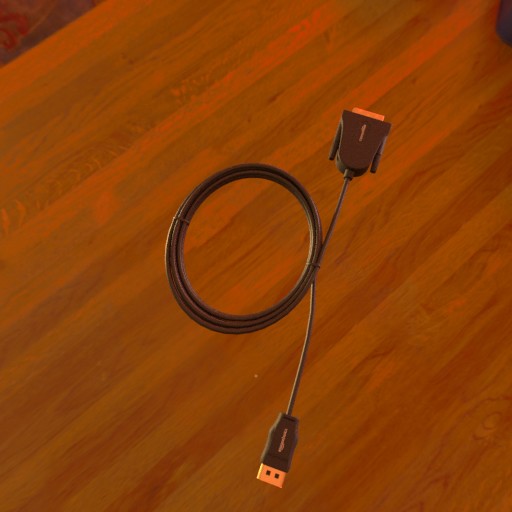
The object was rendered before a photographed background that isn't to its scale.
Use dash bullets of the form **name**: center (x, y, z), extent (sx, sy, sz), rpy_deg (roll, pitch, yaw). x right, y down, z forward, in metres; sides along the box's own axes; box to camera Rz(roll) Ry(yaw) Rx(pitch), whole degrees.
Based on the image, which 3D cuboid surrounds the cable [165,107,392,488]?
- **cable**: center (0.000, 0.000, 0.326), extent (0.136, 0.015, 0.281), rpy_deg (18, 76, 5)
